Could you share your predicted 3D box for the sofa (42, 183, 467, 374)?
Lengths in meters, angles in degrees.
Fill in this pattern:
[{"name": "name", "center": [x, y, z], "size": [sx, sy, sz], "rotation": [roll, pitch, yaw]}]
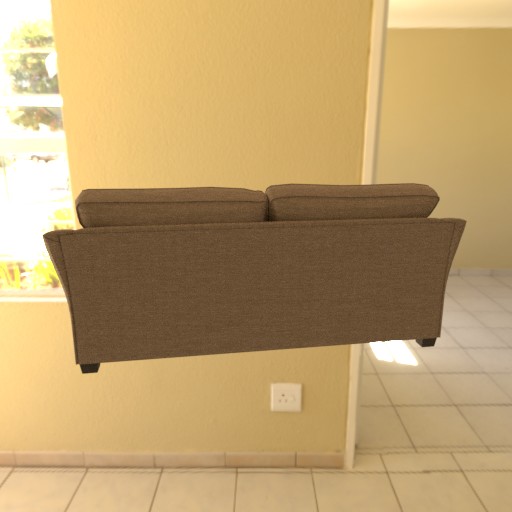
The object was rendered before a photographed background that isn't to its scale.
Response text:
[{"name": "sofa", "center": [0.000, 0.000, 2.819], "size": [2.270, 0.965, 0.980], "rotation": [-2, 15, -9]}]
